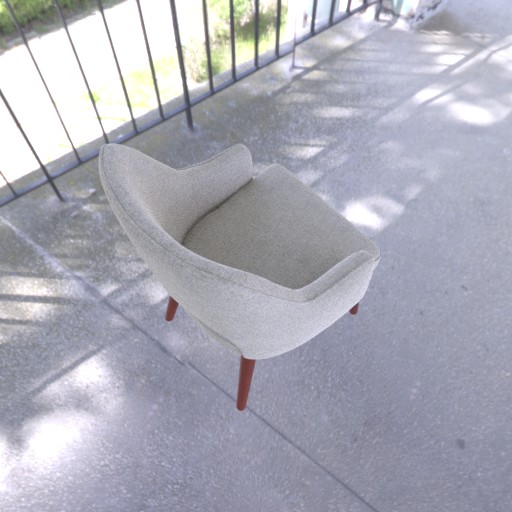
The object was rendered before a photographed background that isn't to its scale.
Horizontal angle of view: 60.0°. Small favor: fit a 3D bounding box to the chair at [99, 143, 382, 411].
[{"bbox_3d":[0.000,0.000,1.233,0.605,0.849,0.548,-36,65,-20],"label":"chair"}]
